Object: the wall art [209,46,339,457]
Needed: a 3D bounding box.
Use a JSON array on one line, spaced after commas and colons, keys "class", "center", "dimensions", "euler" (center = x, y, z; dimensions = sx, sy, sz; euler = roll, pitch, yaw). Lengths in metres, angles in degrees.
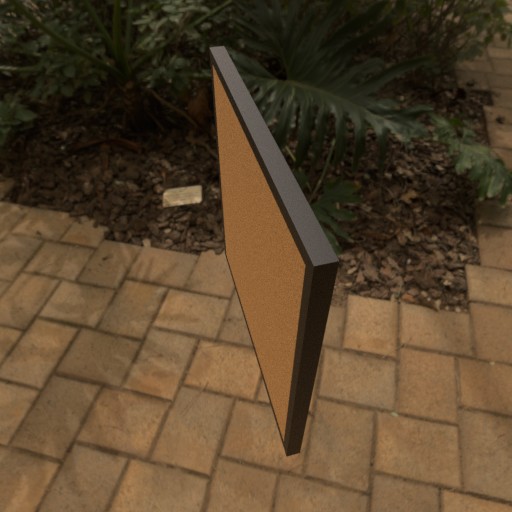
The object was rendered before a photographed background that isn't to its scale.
[{"class": "wall art", "center": [0.000, 0.000, 1.149], "dimensions": [0.038, 0.762, 0.762], "euler": [-11, 48, -10]}]
